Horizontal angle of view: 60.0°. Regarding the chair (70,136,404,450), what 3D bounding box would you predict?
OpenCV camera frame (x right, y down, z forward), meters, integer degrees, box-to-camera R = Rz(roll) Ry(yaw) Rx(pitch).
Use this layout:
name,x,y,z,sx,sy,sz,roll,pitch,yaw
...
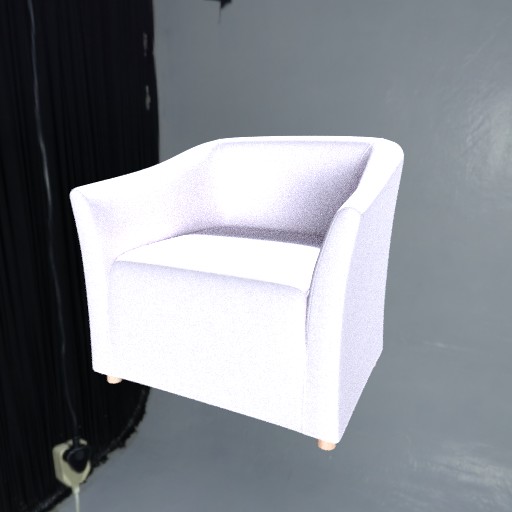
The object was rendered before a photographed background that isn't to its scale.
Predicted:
name,x,y,z,sx,sy,sz,roll,pitch,yaw
chair,0.000,0.000,1.364,0.790,0.720,0.700,7,16,26
